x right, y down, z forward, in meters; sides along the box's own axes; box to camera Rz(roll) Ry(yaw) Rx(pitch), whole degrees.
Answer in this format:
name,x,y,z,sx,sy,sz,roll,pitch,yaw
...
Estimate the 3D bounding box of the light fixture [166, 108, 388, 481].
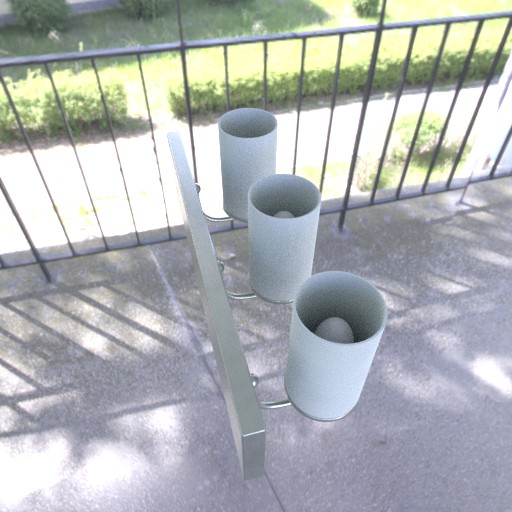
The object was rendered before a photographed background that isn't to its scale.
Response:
name,x,y,z,sx,sy,sz,roll,pitch,yaw
light fixture,0.000,0.000,0.534,0.145,0.172,0.451,-11,47,-10
